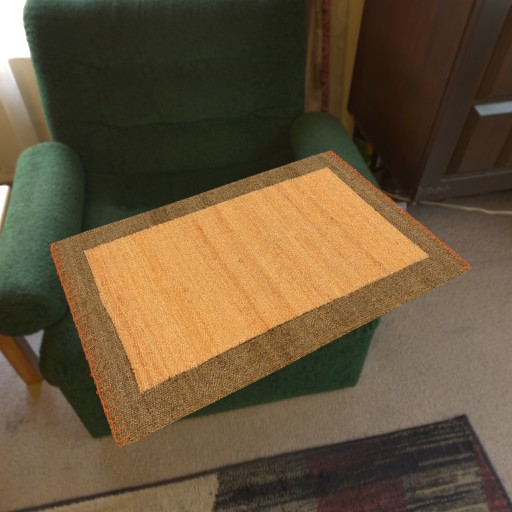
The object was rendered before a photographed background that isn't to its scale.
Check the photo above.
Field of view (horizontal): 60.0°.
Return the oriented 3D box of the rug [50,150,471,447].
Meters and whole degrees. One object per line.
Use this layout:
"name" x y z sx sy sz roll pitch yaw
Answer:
"rug" 0.000 0.000 2.279 1.838 0.019 1.220 -22 50 -20
